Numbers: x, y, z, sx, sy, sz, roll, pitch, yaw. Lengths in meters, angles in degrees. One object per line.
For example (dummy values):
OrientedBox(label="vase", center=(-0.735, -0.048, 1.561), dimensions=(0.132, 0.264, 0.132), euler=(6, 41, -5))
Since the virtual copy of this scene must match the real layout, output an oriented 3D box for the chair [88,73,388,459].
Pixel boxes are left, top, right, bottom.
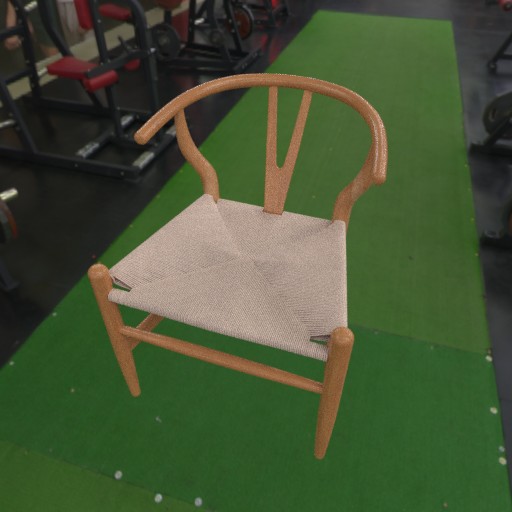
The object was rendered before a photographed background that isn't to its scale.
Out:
OrientedBox(label="chair", center=(0.000, 0.000, 1.135), dimensions=(0.569, 0.730, 0.579), euler=(13, 42, 15))
